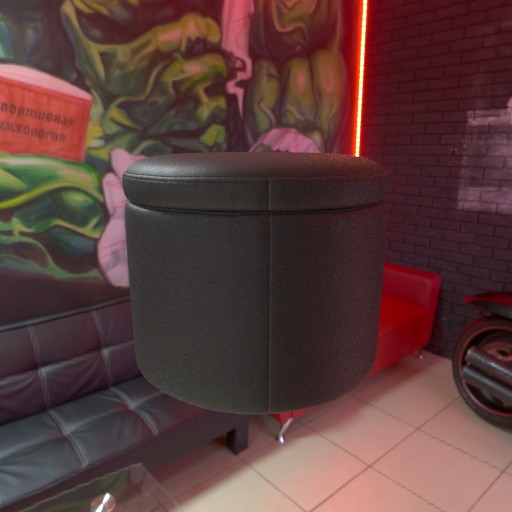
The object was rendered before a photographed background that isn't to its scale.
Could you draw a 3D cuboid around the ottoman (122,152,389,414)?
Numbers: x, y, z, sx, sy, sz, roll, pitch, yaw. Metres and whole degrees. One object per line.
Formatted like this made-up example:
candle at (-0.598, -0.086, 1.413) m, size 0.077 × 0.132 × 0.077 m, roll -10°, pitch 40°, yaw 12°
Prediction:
ottoman at (0.000, 0.000, 0.898) m, size 0.500 × 0.409 × 0.500 m, roll 0°, pitch 14°, yaw 0°
